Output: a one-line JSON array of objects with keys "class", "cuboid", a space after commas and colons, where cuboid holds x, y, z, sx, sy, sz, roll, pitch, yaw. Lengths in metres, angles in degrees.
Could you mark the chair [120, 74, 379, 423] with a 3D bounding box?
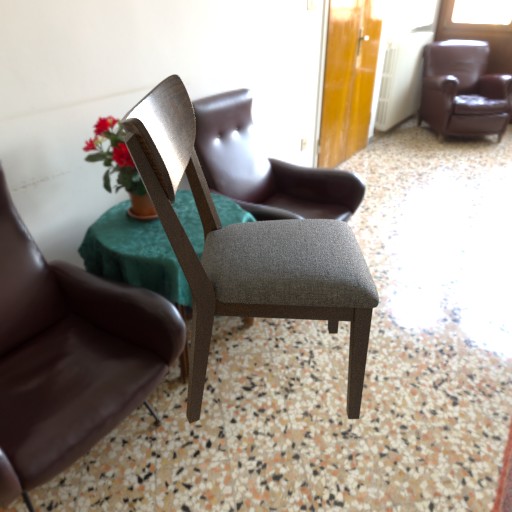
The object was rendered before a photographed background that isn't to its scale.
[{"class": "chair", "cuboid": [0.000, 0.000, 1.199, 0.583, 0.849, 0.491, 0, 31, -1]}]
